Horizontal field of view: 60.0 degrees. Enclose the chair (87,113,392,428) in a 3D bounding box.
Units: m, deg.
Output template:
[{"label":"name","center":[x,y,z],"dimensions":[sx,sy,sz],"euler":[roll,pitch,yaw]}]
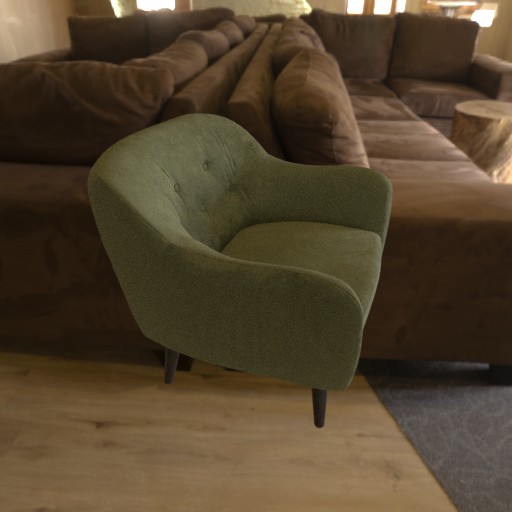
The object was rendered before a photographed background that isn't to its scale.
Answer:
[{"label":"chair","center":[0.000,0.000,1.510],"dimensions":[0.819,0.804,0.840],"euler":[10,32,17]}]
